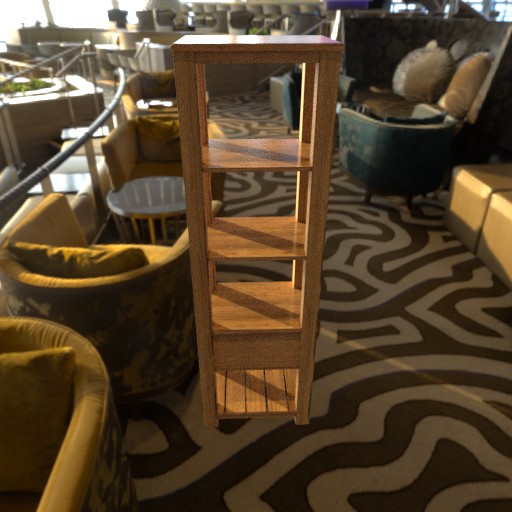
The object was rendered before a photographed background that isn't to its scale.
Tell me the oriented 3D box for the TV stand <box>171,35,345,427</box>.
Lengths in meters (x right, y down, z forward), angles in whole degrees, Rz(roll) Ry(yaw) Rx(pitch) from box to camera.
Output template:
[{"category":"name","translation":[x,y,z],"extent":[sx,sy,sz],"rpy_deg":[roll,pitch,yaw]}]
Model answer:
[{"category":"TV stand","translation":[0.000,0.000,2.073],"extent":[0.565,1.828,0.435],"rpy_deg":[-1,30,-2]}]
